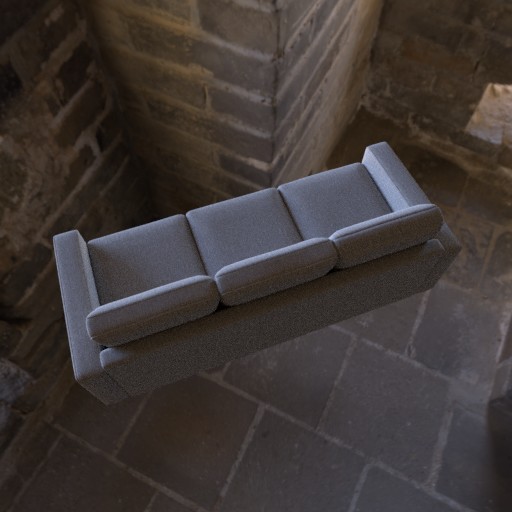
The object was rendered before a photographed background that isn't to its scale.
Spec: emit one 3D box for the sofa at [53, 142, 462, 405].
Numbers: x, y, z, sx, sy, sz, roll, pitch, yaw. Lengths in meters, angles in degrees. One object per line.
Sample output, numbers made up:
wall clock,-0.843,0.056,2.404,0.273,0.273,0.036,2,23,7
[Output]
sofa,0.000,0.000,2.592,2.120,0.800,0.900,-18,61,-10
